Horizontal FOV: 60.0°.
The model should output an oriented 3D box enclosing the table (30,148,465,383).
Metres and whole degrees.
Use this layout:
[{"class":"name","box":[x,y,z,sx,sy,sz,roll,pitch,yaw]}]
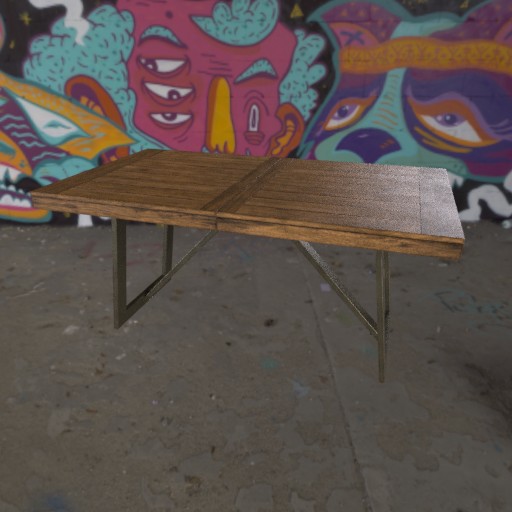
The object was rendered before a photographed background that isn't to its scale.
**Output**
[{"class":"table","box":[0.000,0.000,2.142,1.641,0.757,0.931,8,26,16]}]
